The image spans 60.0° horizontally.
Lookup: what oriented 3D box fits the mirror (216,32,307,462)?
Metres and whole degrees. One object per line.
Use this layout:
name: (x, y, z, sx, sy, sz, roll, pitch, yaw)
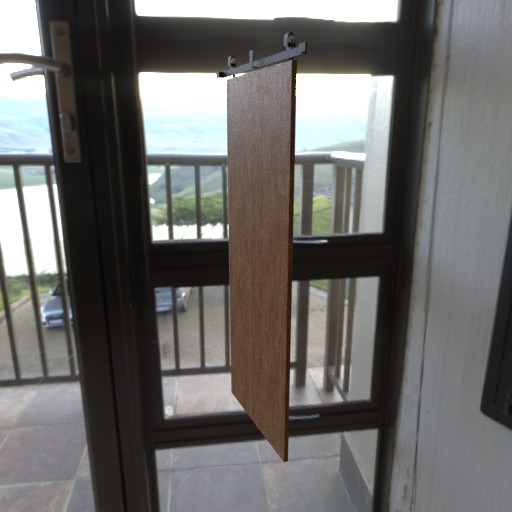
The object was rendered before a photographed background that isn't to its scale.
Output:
mirror: (0.000, 0.000, 2.061, 0.042, 1.793, 0.847, -7, 17, -24)
